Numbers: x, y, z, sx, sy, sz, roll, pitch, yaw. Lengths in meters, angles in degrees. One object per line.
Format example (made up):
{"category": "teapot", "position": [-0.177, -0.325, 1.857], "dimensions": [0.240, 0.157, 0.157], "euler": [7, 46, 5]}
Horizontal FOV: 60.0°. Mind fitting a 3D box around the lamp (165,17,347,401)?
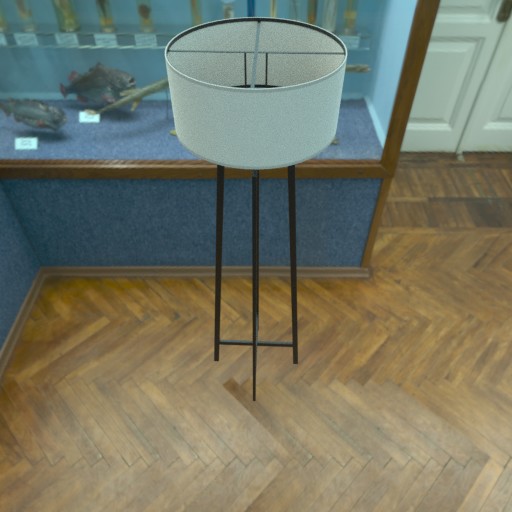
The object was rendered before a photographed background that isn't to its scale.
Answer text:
{"category": "lamp", "position": [0.000, 0.000, 1.663], "dimensions": [0.457, 1.510, 0.456], "euler": [2, 46, 2]}
